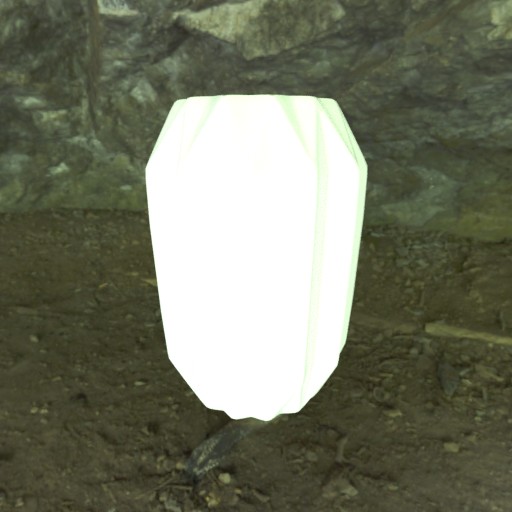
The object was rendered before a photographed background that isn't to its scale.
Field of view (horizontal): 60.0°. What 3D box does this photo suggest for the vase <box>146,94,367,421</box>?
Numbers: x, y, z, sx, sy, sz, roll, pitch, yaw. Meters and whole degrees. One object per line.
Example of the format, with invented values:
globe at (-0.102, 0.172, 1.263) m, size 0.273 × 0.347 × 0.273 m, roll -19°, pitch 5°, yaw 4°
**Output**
vase at (0.000, 0.000, 0.414) m, size 0.195 × 0.275 × 0.195 m, roll 0°, pitch 15°, yaw 0°
